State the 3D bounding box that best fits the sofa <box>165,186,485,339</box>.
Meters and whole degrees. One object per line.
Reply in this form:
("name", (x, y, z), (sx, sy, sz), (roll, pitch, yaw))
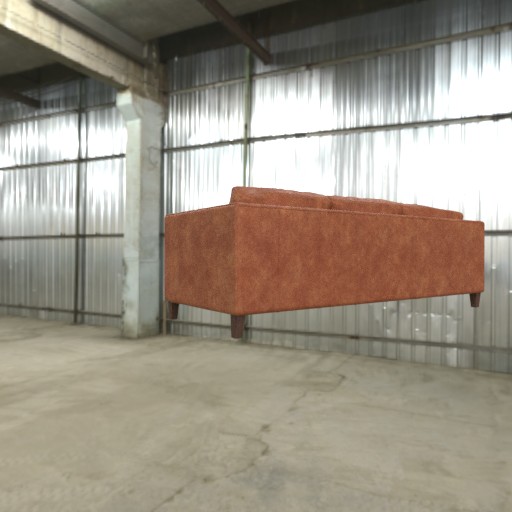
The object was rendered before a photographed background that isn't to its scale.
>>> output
("sofa", (0.000, 0.000, 4.236), (2.438, 0.838, 3.167), (0, 0, -35))
